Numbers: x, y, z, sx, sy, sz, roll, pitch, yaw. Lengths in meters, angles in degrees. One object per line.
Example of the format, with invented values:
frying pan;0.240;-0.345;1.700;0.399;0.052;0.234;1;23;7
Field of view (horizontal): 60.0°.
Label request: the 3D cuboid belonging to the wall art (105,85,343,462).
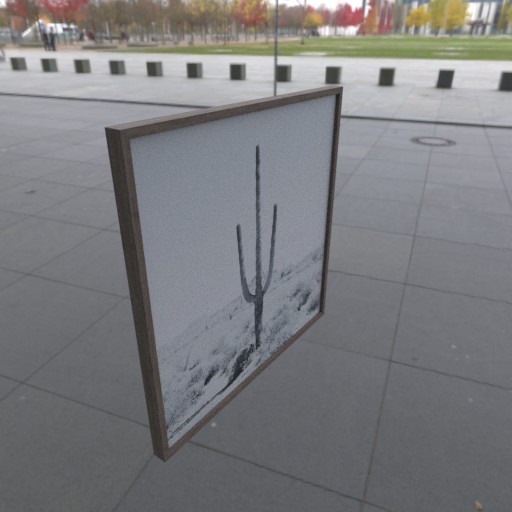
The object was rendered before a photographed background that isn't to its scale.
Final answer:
wall art;0.000;0.000;1.146;0.038;0.762;0.762;19;32;32
